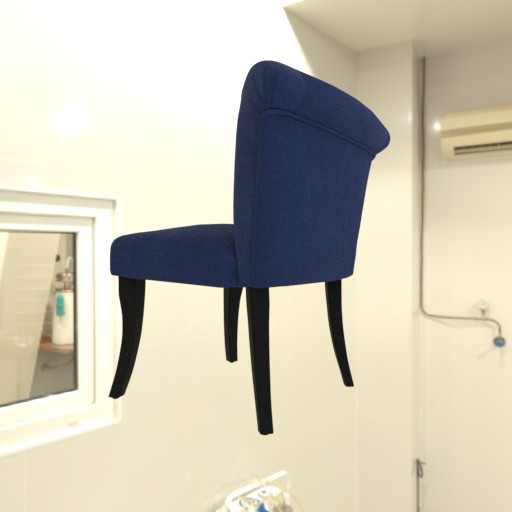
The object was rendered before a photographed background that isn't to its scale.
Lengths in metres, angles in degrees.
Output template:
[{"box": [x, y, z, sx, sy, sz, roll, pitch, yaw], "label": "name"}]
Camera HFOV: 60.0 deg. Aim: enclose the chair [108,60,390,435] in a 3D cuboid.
[{"box": [0.000, 0.000, 1.195, 0.606, 0.753, 0.585, 0, 0, 37], "label": "chair"}]
